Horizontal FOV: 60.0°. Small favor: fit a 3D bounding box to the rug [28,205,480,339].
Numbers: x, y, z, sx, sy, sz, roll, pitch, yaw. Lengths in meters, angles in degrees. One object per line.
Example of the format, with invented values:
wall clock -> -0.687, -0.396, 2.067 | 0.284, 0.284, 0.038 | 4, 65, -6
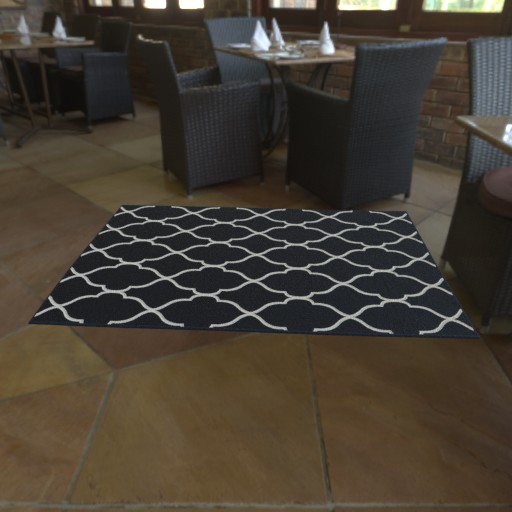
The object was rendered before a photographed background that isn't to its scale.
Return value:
rug -> 0.000, 0.000, 2.880 | 2.290, 0.014, 1.526 | 2, 30, 3
